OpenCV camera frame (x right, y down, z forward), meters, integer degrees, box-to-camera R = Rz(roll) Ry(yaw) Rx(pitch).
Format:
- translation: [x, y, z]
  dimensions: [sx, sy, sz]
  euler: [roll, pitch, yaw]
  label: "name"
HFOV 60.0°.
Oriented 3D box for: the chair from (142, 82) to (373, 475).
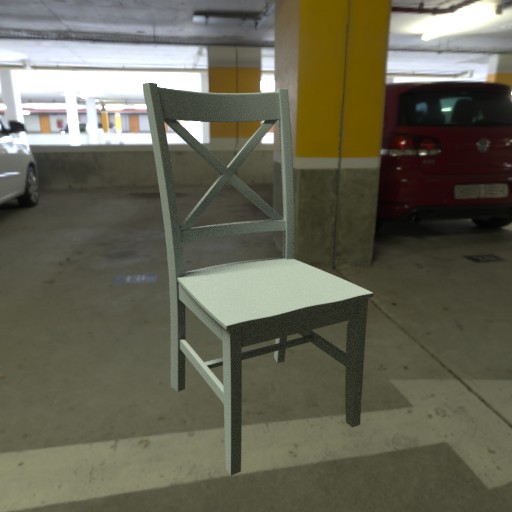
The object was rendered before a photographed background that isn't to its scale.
- translation: [0.000, 0.000, 1.320]
  dimensions: [0.485, 0.983, 0.542]
  euler: [-9, 18, -27]
  label: "chair"
